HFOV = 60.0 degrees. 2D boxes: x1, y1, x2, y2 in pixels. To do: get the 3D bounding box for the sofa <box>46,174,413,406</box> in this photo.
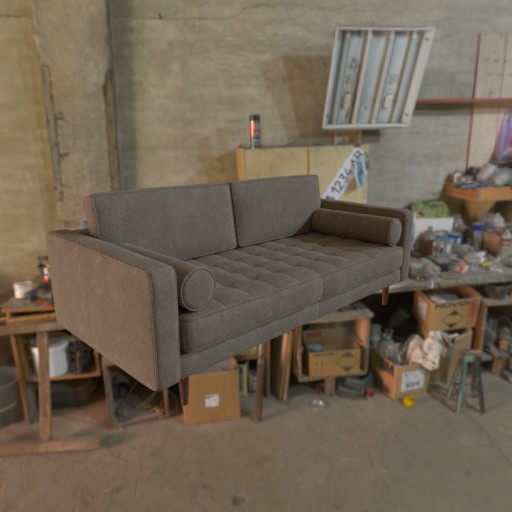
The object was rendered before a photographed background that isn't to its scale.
[{"bbox_3d":[0.000,0.000,2.396,1.883,0.769,0.920,-14,20,-43],"label":"sofa"}]
